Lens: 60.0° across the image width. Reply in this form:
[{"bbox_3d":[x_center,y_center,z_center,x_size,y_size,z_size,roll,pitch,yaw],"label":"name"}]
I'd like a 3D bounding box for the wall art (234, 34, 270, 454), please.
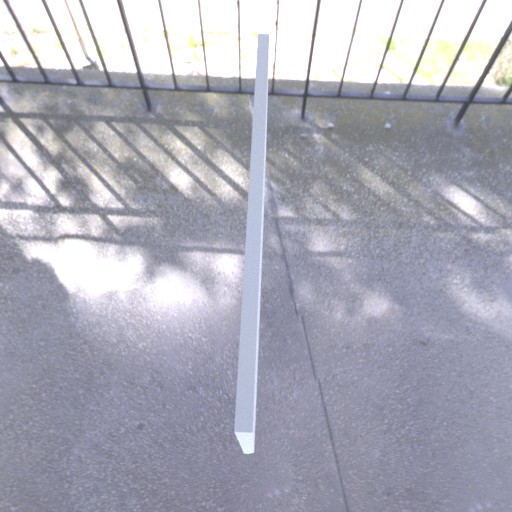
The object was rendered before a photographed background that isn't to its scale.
[{"bbox_3d":[0.000,0.000,1.446,0.038,0.767,1.144,2,63,1],"label":"wall art"}]
